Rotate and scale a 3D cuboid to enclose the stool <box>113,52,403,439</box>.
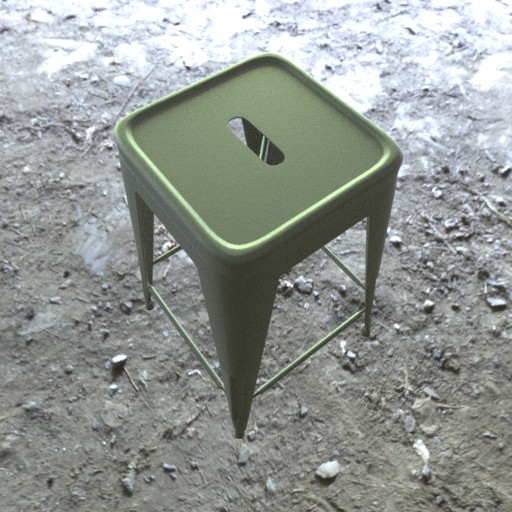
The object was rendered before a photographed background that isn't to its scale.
[{"bbox_3d":[0.000,0.000,0.860,0.410,0.608,0.410,-33,64,-19],"label":"stool"}]
